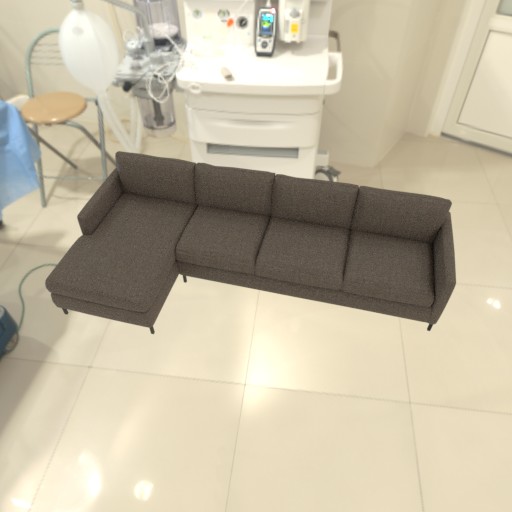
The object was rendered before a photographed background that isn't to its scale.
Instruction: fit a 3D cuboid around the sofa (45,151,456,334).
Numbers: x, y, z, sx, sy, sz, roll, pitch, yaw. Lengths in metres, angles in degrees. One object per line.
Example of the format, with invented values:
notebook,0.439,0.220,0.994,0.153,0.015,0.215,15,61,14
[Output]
sofa,0.000,0.000,3.232,2.731,0.754,1.258,10,47,10
